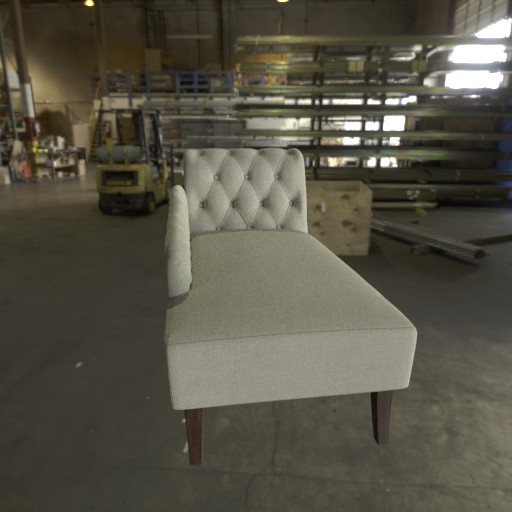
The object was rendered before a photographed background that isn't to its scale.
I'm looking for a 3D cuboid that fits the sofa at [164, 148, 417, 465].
[{"bbox_3d":[0.000,0.000,1.769,0.675,0.787,1.379,-2,16,-8],"label":"sofa"}]
